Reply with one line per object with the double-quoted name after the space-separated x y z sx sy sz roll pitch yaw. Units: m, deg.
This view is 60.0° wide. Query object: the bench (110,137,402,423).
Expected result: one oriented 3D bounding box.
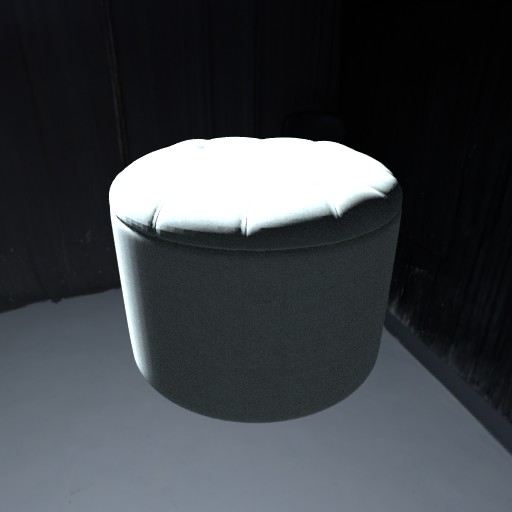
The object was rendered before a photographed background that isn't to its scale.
0.000 0.000 1.015 0.600 0.453 0.600 0 27 0 "bench"
